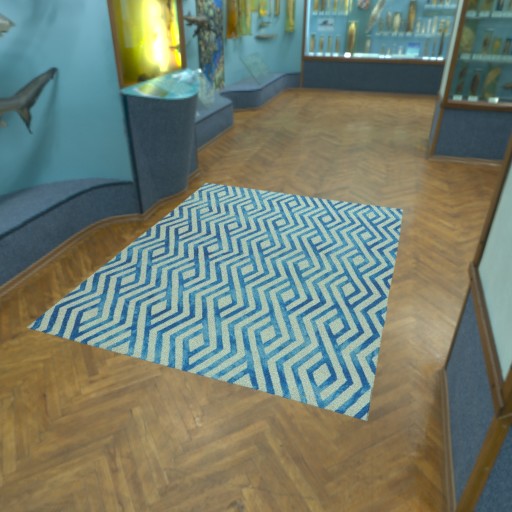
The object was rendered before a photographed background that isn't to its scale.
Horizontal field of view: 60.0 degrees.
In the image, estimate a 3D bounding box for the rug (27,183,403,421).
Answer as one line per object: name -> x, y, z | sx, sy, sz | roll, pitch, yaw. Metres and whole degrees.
rug -> 0.000, 0.000, 4.111 | 2.453, 0.008, 3.059 | 10, 32, 17
